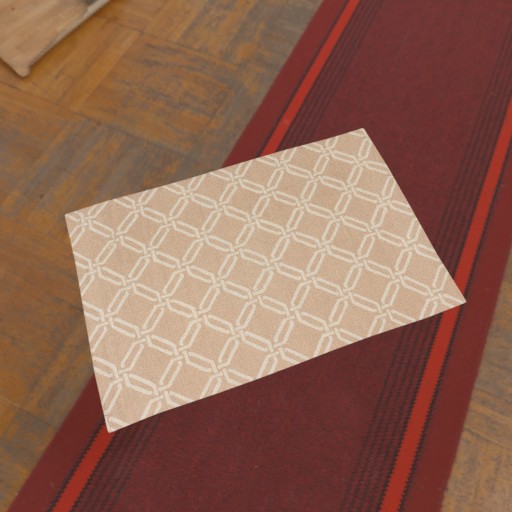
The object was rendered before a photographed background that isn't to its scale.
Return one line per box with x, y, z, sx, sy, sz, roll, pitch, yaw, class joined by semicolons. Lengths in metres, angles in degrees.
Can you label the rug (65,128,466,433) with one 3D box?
0.000;0.000;2.224;1.745;0.010;1.146;-18;66;-8;rug
